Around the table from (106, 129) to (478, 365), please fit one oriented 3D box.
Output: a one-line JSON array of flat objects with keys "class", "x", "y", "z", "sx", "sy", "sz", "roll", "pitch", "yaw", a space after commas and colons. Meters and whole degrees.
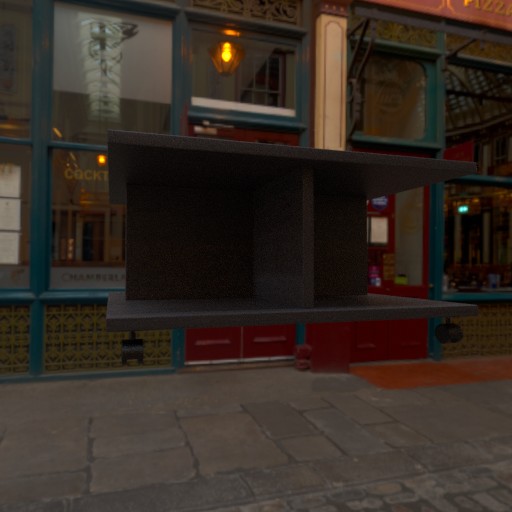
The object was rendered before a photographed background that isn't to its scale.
[{"class": "table", "x": 0.000, "y": 0.000, "z": 1.203, "sx": 0.762, "sy": 0.396, "sz": 0.762, "roll": 0, "pitch": -1, "yaw": -18}]
